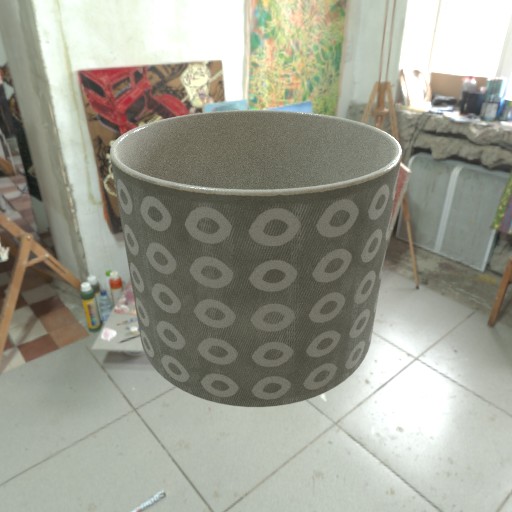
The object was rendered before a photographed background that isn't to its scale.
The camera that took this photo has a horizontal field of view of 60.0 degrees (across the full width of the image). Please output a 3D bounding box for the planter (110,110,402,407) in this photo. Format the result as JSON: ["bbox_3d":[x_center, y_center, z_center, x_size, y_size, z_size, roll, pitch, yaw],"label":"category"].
[{"bbox_3d":[0.000,0.000,0.453,0.250,0.239,0.250,0,30,0],"label":"planter"}]
